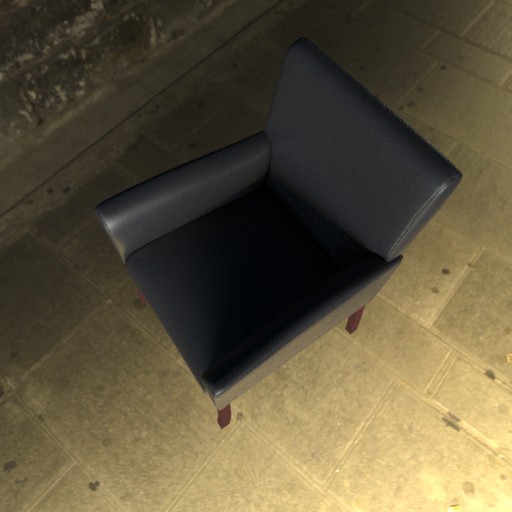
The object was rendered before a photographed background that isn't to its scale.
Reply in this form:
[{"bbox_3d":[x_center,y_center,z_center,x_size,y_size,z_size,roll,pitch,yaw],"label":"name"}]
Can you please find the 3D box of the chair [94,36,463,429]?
[{"bbox_3d":[0.000,0.000,1.468,0.772,0.951,0.683,-32,67,-16],"label":"chair"}]
